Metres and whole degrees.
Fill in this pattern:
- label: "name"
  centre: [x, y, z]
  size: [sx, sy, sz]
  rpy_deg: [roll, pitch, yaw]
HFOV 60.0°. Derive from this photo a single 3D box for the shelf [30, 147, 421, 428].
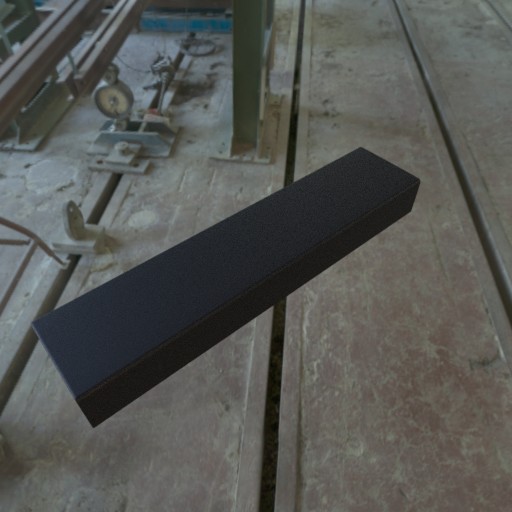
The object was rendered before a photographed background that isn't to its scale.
- label: "shelf"
  centre: [0.000, 0.000, 0.497]
  size: [0.456, 0.053, 0.102]
  rpy_deg: [-31, 54, -26]
